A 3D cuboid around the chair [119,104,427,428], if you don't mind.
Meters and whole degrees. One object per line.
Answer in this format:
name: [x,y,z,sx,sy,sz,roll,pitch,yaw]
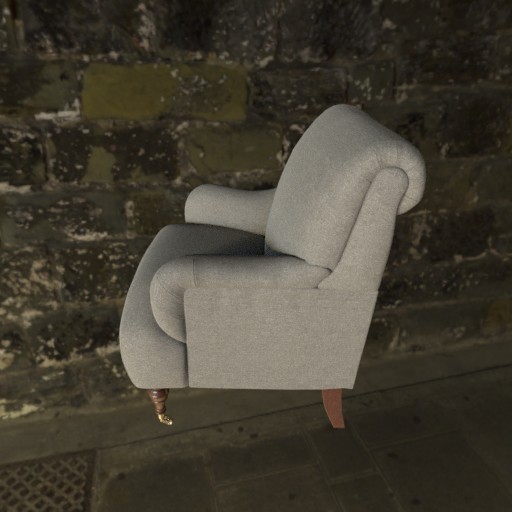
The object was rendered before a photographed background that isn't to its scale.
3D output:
chair: [0.000,0.000,1.545,0.843,0.942,0.766,0,26,0]
